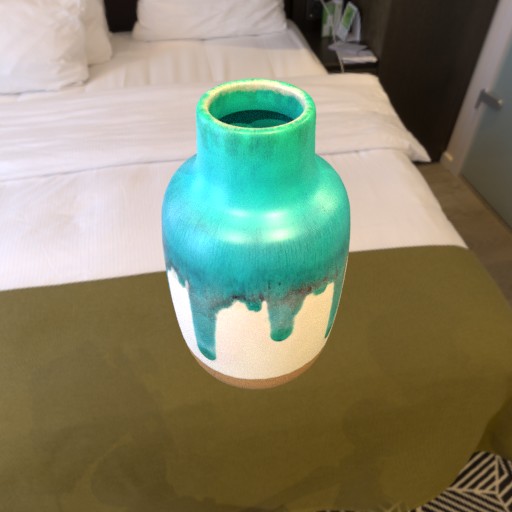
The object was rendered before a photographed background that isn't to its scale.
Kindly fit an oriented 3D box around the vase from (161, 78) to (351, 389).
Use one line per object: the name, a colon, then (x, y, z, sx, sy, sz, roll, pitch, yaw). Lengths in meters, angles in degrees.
vase: (0.000, 0.000, 0.263, 0.106, 0.192, 0.106, 0, 45, 0)
